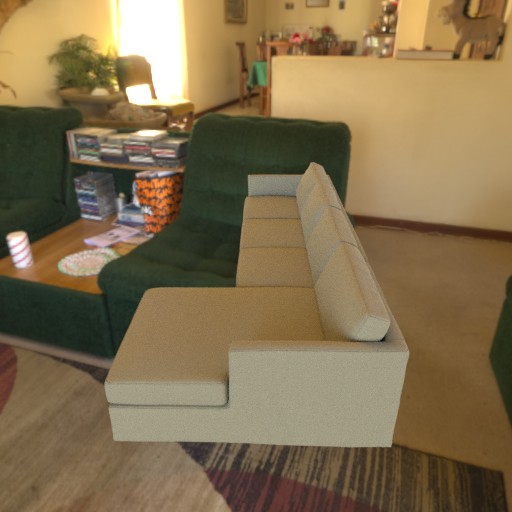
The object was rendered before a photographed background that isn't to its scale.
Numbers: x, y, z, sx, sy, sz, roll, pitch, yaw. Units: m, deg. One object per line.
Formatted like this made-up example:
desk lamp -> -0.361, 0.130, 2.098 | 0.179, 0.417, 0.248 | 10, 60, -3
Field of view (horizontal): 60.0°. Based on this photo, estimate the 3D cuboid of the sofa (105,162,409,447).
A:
sofa -> 0.000, 0.000, 3.769 | 1.622, 0.867, 3.177 | 0, 27, 1
